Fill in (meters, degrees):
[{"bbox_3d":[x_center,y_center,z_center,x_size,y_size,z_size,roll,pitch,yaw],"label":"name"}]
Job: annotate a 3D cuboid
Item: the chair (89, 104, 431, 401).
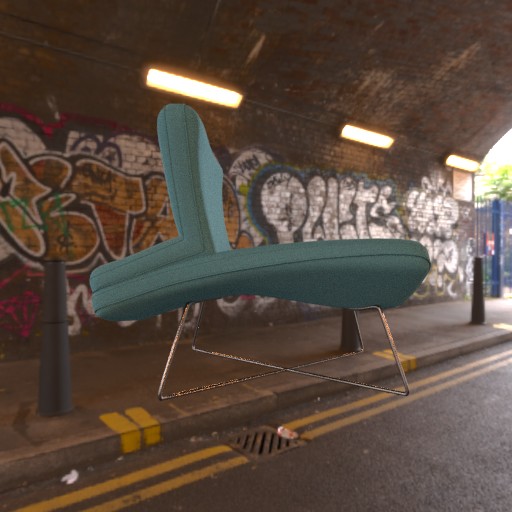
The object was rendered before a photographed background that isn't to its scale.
[{"bbox_3d":[0.000,0.000,1.639,1.008,0.855,0.859,0,0,0],"label":"chair"}]
